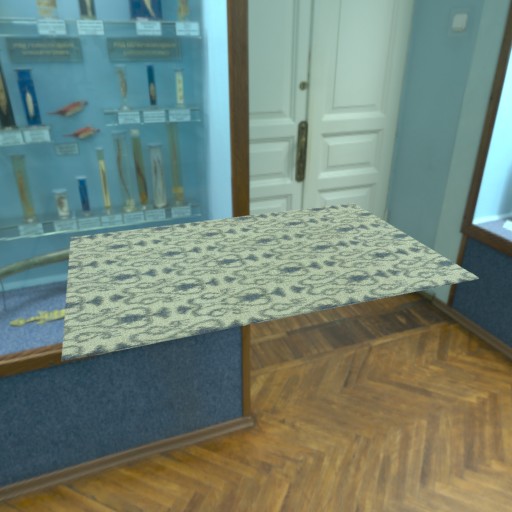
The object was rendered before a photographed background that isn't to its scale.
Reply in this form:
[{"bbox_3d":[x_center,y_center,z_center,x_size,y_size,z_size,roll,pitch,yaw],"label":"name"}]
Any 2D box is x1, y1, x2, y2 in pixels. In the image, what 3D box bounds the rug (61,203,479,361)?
[{"bbox_3d":[0.000,0.000,2.075,1.652,0.006,1.035,-9,27,-17],"label":"rug"}]
